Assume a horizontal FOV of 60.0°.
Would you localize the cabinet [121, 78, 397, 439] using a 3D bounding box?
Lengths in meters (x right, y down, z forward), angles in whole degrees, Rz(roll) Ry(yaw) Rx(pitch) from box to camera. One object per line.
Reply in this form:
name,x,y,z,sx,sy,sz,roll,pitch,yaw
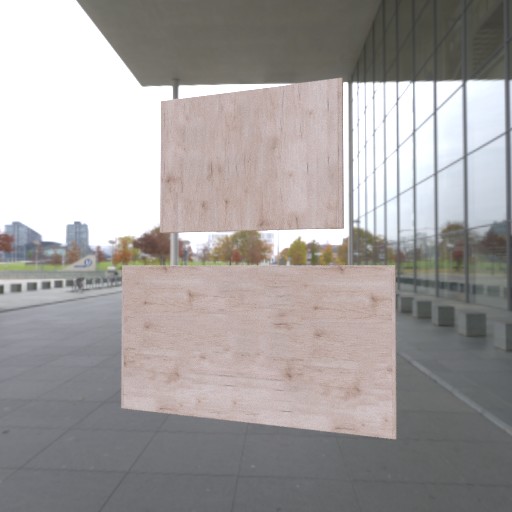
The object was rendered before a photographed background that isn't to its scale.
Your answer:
cabinet,0.000,0.000,2.835,1.700,1.981,0.420,0,-1,18
